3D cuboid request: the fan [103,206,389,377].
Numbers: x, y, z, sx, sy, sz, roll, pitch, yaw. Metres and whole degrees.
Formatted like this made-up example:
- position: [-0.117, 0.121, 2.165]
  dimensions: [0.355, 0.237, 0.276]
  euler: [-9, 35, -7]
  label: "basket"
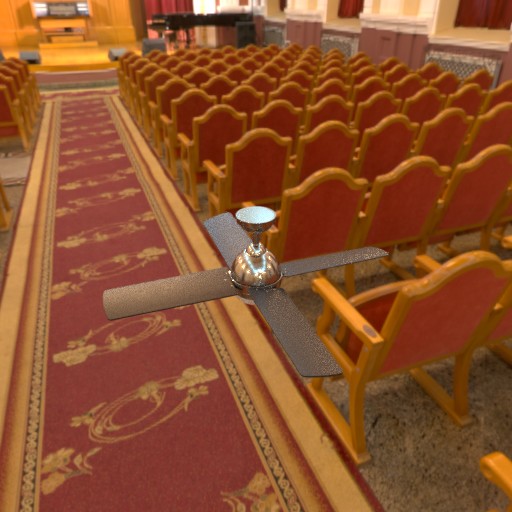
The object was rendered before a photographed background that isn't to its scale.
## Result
- position: [0.000, 0.000, 1.963]
  dimensions: [1.332, 0.403, 1.332]
  euler: [-10, 32, -17]
  label: "fan"
